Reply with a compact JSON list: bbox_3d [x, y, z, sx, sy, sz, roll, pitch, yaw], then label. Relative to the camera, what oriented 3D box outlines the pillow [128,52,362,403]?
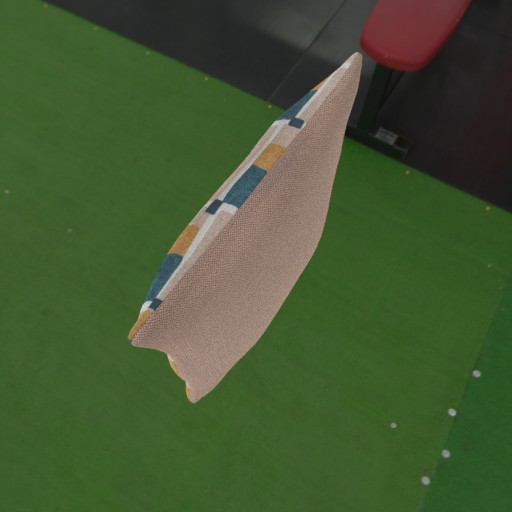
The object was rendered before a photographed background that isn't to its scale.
[{"bbox_3d":[0.000,0.000,0.730,0.158,0.479,0.478,31,68,14],"label":"pillow"}]
